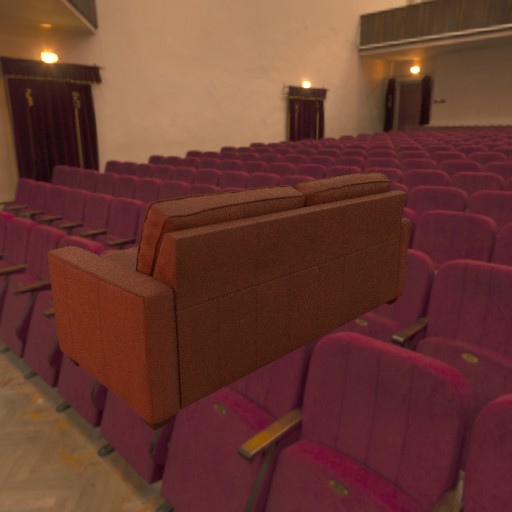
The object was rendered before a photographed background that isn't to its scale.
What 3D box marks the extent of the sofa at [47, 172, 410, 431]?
[{"bbox_3d":[0.000,0.000,2.615,0.940,0.919,2.080,15,22,43],"label":"sofa"}]
